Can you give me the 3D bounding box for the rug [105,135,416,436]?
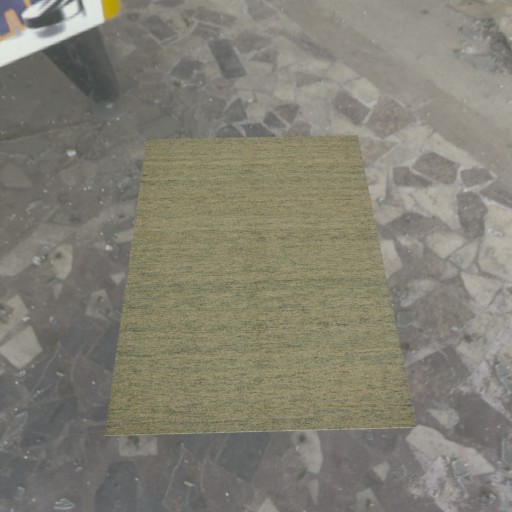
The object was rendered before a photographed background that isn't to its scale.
[{"bbox_3d":[0.000,0.000,4.286,2.437,0.014,3.201,-1,59,-1],"label":"rug"}]
